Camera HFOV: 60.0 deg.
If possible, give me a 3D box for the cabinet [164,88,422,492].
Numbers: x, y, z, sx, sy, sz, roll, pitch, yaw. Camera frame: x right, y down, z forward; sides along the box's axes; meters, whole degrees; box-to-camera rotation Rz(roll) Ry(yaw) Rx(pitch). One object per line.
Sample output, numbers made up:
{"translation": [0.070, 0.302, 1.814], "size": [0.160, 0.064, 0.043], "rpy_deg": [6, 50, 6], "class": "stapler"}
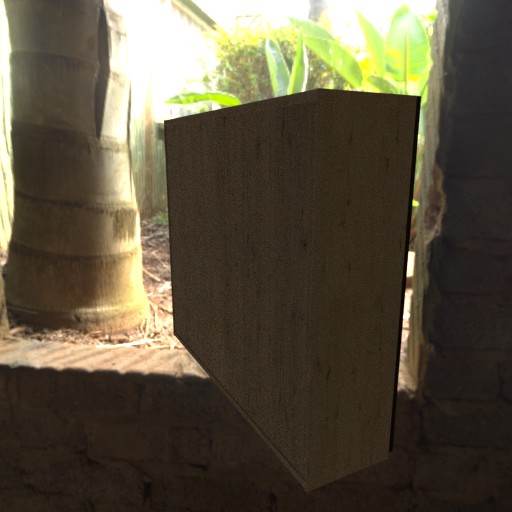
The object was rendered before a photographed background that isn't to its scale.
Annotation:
{"translation": [0.000, 0.000, 3.507], "size": [0.660, 2.180, 2.500], "rpy_deg": [-7, 15, -27], "class": "cabinet"}
